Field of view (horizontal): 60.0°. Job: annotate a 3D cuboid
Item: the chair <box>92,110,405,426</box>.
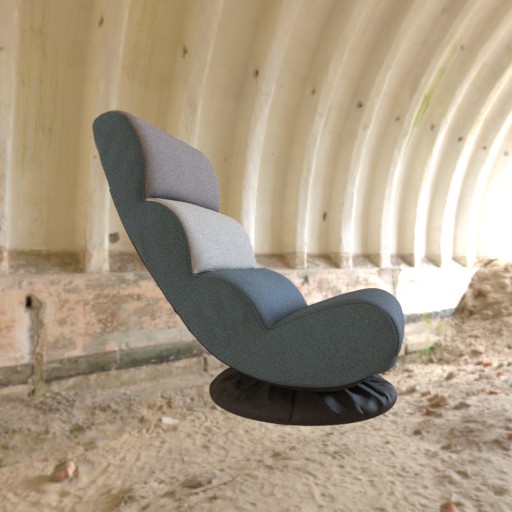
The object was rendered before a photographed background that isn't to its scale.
[{"bbox_3d":[0.000,0.000,1.043,0.661,0.641,0.420,0,-1,19],"label":"chair"}]
